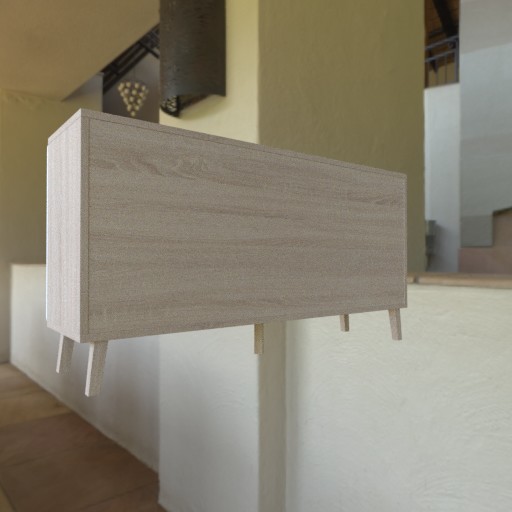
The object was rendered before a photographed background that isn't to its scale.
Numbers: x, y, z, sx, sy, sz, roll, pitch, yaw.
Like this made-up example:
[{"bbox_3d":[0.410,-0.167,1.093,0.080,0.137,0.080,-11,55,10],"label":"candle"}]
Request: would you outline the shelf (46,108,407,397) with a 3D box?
[{"bbox_3d":[0.000,0.000,1.796,1.490,0.780,0.400,1,-1,-37],"label":"shelf"}]
